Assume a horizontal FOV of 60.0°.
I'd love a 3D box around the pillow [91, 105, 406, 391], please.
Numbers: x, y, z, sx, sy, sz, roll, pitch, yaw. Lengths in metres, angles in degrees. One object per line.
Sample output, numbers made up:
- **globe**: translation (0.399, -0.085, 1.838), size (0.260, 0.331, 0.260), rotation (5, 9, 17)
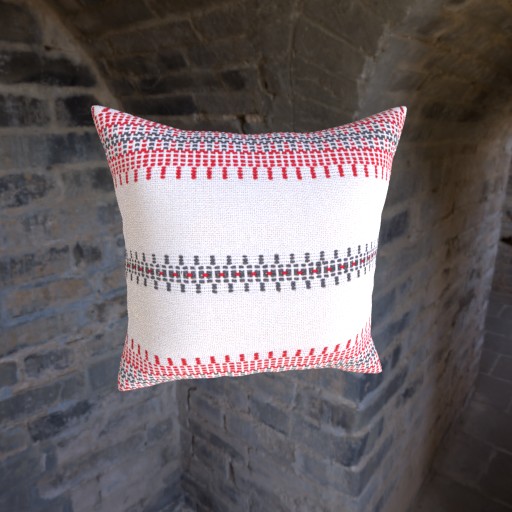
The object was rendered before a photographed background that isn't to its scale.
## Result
- **pillow**: translation (0.000, 0.000, 0.704), size (0.463, 0.454, 0.160), rotation (-2, 16, -7)
